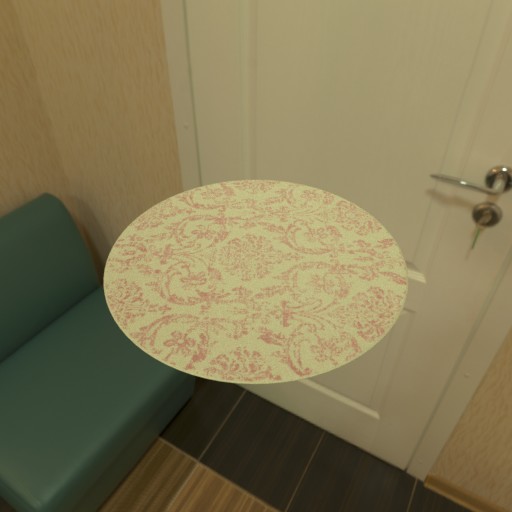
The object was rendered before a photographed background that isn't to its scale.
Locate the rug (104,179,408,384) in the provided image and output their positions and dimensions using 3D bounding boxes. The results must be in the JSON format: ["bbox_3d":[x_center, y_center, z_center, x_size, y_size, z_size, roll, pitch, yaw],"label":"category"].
[{"bbox_3d":[0.000,0.000,2.394,1.593,0.012,1.593,0,40,0],"label":"rug"}]
